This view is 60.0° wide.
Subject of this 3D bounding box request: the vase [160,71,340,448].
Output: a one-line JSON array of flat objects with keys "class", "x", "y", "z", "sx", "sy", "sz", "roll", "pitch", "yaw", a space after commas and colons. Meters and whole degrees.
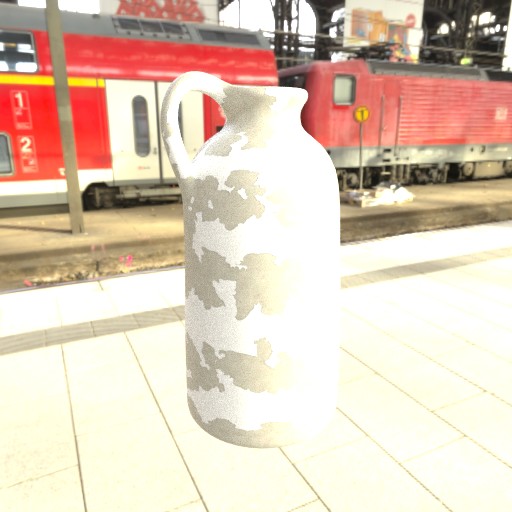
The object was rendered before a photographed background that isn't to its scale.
[{"class": "vase", "x": 0.000, "y": 0.000, "z": 0.502, "sx": 0.203, "sy": 0.382, "sz": 0.186, "roll": -9, "pitch": 18, "yaw": -27}]
